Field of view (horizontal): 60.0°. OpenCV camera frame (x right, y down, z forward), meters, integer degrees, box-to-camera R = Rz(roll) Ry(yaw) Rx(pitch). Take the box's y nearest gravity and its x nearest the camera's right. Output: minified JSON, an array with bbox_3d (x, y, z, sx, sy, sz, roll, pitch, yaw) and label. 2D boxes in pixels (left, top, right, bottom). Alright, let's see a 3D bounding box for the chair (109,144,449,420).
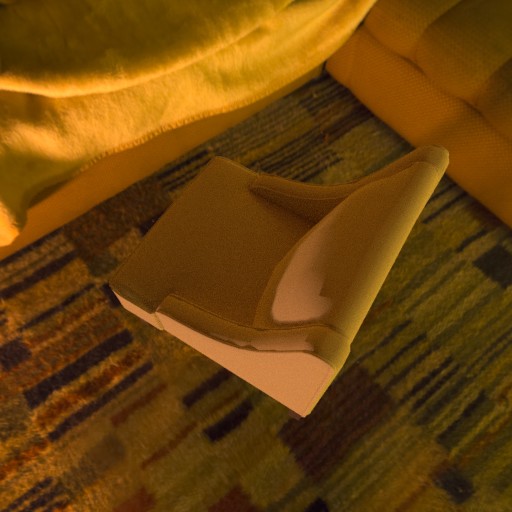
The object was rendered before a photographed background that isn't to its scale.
[{"bbox_3d":[0.000,0.000,1.501,0.806,0.886,0.689,29,66,14],"label":"chair"}]
